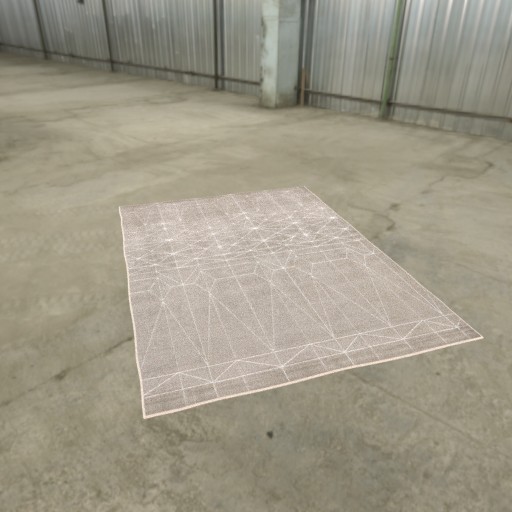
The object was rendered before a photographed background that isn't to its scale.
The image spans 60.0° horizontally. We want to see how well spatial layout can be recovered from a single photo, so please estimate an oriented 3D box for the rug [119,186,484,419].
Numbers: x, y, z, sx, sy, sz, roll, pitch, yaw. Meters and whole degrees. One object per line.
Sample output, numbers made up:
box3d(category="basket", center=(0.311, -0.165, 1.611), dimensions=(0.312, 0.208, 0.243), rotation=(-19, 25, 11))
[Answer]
box3d(category="rug", center=(0.000, 0.000, 4.316), dimensions=(2.449, 0.019, 3.357), rotation=(-9, 30, -15))
